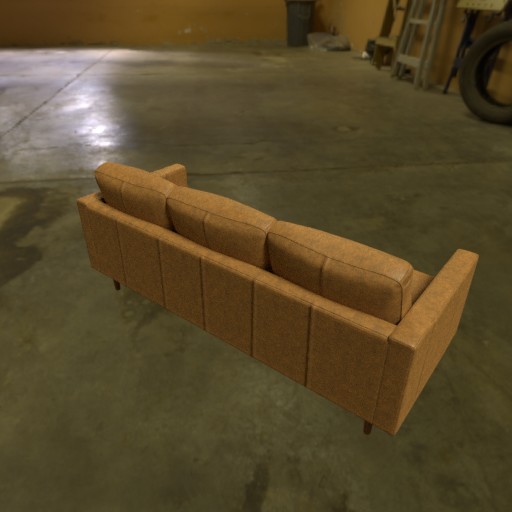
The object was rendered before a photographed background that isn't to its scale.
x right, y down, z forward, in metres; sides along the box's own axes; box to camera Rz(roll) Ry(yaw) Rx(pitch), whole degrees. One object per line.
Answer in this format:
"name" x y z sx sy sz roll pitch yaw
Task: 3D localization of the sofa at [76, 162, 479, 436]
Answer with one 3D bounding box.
"sofa" 0.000 0.000 2.665 2.231 0.930 0.903 22 37 32
